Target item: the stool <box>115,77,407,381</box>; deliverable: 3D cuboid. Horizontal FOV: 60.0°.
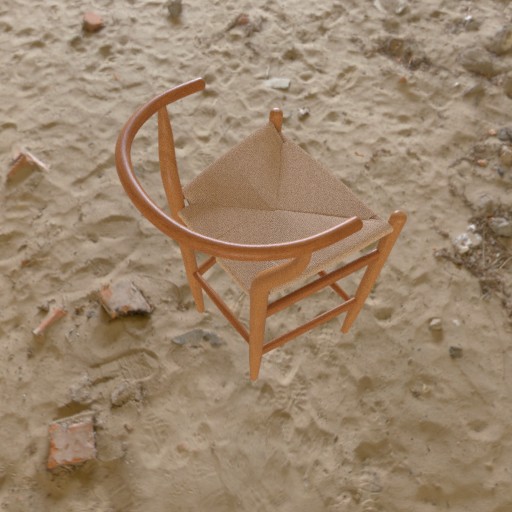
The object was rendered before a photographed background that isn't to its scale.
[{"bbox_3d":[0.000,0.000,1.333,0.579,0.970,0.569,-34,64,-19],"label":"stool"}]
